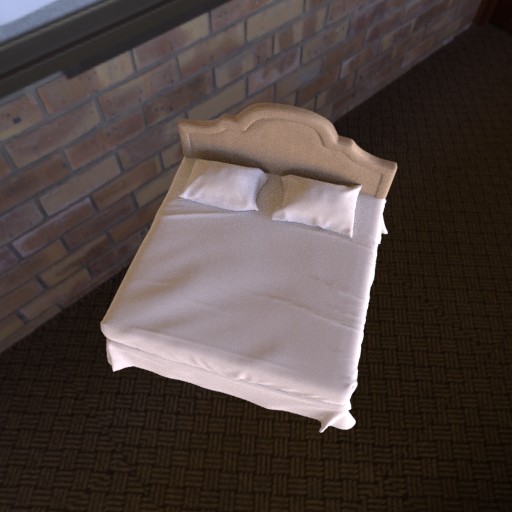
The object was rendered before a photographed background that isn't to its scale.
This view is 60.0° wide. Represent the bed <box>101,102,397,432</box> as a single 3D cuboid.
[{"bbox_3d":[0.000,0.000,3.772,2.303,1.631,2.222,14,60,8],"label":"bed"}]
